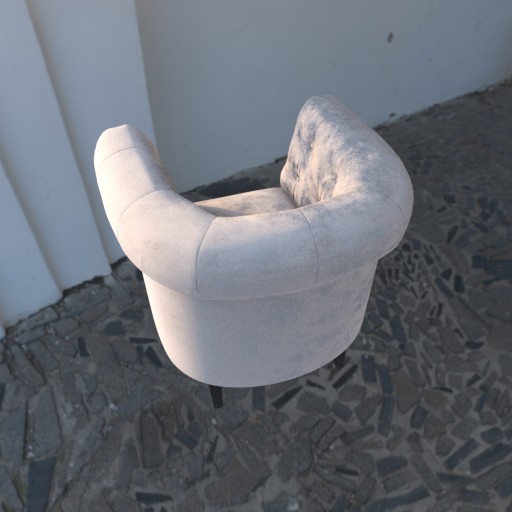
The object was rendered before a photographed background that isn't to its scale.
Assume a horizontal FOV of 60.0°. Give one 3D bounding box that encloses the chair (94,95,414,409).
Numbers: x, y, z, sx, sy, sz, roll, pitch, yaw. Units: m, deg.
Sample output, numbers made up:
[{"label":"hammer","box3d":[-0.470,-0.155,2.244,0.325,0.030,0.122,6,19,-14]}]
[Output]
[{"label":"chair","box3d":[0.000,0.000,1.548,0.904,0.826,0.851,-14,44,-15]}]
